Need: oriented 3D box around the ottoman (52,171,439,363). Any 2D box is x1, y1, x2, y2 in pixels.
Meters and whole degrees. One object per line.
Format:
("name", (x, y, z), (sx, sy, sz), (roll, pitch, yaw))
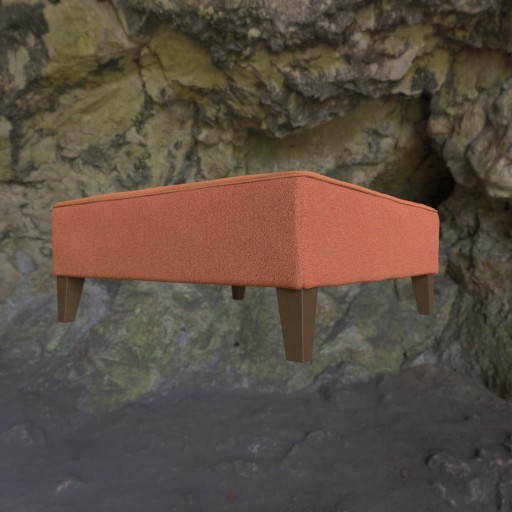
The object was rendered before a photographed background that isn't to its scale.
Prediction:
("ottoman", (0.000, 0.000, 1.565), (0.997, 0.438, 0.999), (0, 0, 37))
